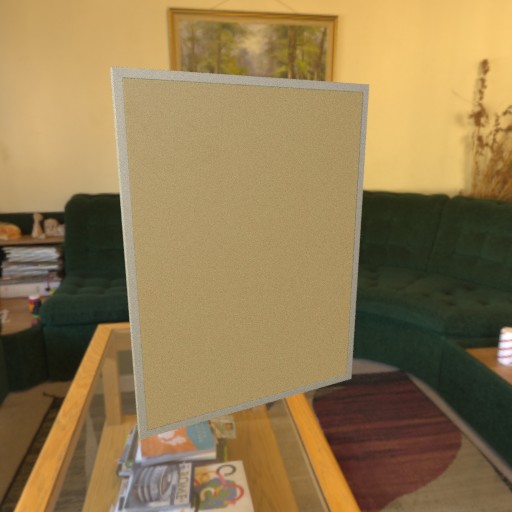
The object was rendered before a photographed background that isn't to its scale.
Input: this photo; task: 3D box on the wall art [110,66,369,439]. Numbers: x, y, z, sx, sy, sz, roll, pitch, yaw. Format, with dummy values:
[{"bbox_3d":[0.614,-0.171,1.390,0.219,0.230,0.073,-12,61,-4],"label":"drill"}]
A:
[{"bbox_3d":[0.000,0.000,1.383,0.789,1.042,0.034,-7,16,-26],"label":"wall art"}]
